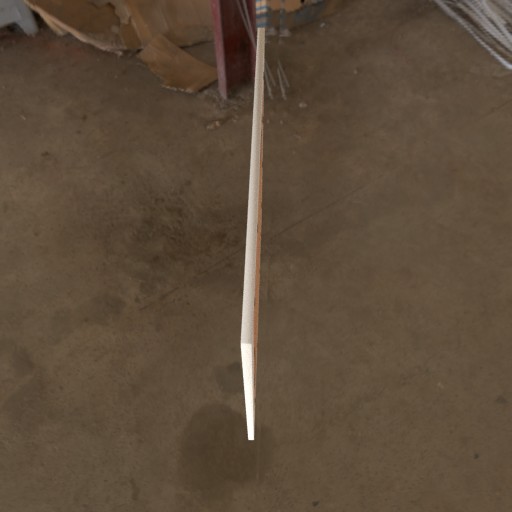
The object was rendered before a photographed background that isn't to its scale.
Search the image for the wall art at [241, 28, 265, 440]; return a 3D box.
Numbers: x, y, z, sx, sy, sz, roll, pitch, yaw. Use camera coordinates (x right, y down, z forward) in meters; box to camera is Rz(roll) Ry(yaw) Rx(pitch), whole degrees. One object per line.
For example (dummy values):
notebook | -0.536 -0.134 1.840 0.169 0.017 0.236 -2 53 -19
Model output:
wall art | 0.000 0.000 0.873 0.013 0.584 0.584 2 58 1
